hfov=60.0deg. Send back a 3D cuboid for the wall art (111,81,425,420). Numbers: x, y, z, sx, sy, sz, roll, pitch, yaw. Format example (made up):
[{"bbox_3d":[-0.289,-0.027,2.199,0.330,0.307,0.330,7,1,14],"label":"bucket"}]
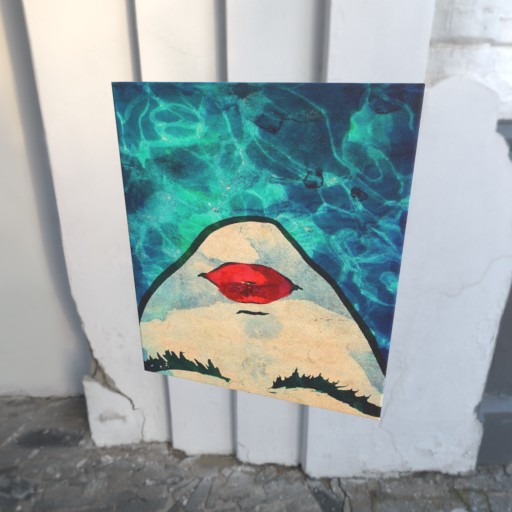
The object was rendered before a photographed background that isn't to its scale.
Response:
[{"bbox_3d":[0.000,0.000,0.697,0.432,0.508,0.038,7,23,16],"label":"wall art"}]
